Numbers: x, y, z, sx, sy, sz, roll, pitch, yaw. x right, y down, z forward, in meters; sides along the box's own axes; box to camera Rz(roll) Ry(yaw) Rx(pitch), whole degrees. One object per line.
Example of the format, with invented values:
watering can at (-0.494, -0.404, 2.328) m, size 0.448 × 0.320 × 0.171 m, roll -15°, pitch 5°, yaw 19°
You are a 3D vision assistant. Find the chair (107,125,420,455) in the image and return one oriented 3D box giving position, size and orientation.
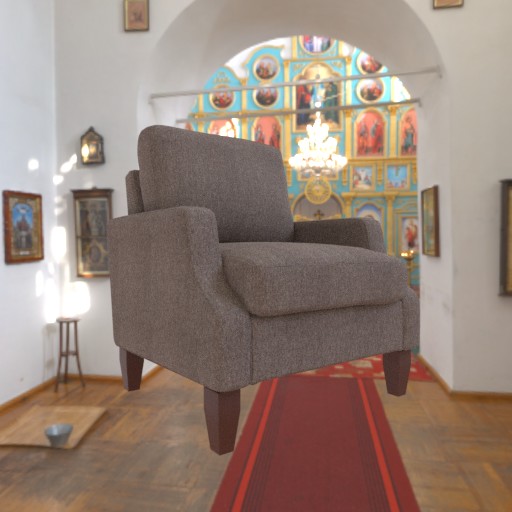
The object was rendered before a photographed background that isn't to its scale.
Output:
chair at (0.000, 0.000, 1.646) m, size 0.855 × 0.993 × 0.897 m, roll -1°, pitch 1°, yaw -37°
